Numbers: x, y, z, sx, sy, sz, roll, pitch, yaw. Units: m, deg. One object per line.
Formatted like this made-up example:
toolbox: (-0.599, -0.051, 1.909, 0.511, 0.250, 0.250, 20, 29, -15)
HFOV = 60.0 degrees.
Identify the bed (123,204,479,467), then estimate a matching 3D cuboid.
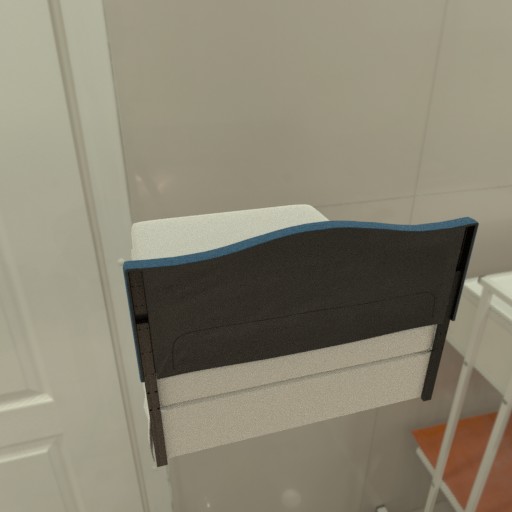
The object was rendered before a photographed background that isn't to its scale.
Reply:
bed: (0.000, 0.000, 2.851, 1.610, 1.169, 1.872, -8, 28, -15)
